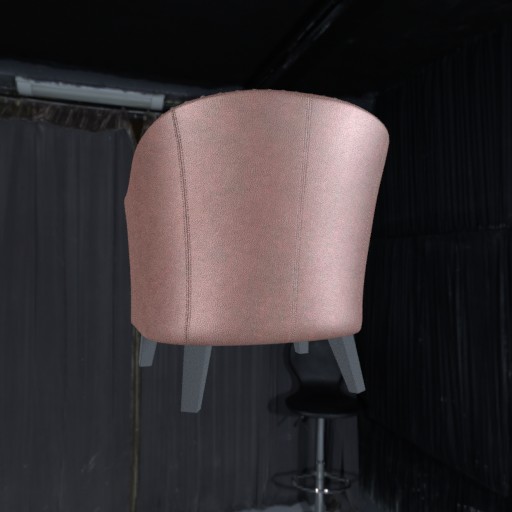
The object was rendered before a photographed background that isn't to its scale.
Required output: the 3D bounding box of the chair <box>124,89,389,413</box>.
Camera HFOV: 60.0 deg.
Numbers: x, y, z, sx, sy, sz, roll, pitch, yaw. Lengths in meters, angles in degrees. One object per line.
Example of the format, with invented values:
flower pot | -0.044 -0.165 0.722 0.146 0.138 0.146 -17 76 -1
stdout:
chair | 0.000 0.000 1.450 0.794 0.823 0.748 0 0 -20
